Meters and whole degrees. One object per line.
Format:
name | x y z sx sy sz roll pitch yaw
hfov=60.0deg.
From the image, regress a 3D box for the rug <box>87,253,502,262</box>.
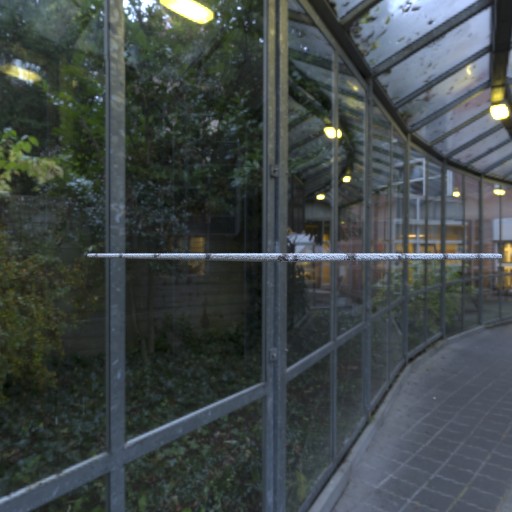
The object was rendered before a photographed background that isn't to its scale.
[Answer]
rug | 0.000 0.000 2.928 1.524 0.030 2.438 0 0 -36
